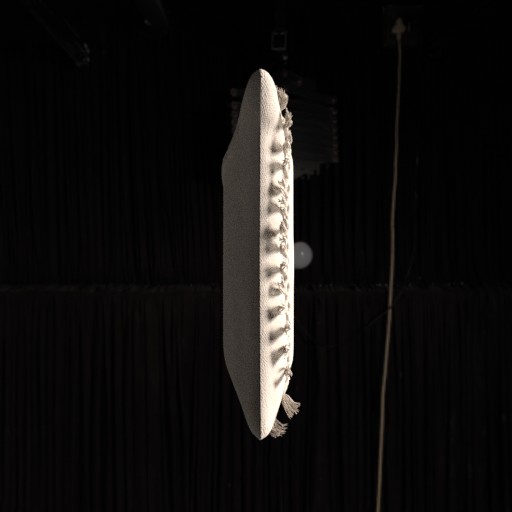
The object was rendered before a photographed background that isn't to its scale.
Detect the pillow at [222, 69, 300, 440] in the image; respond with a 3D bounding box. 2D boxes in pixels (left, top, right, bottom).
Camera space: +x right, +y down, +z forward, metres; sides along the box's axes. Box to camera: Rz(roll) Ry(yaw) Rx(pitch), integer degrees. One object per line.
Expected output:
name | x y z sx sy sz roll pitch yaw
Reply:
pillow | 0.000 0.000 0.583 0.084 0.305 0.466 0 -1 -1
